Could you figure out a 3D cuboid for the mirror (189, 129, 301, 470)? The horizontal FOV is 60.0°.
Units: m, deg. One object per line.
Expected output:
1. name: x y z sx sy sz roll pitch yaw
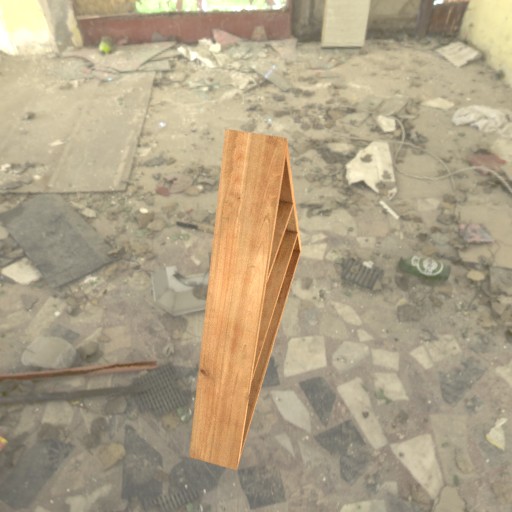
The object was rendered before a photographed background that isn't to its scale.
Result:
1. mirror: 0.000 0.000 0.885 0.100 0.548 0.631 11 47 11
